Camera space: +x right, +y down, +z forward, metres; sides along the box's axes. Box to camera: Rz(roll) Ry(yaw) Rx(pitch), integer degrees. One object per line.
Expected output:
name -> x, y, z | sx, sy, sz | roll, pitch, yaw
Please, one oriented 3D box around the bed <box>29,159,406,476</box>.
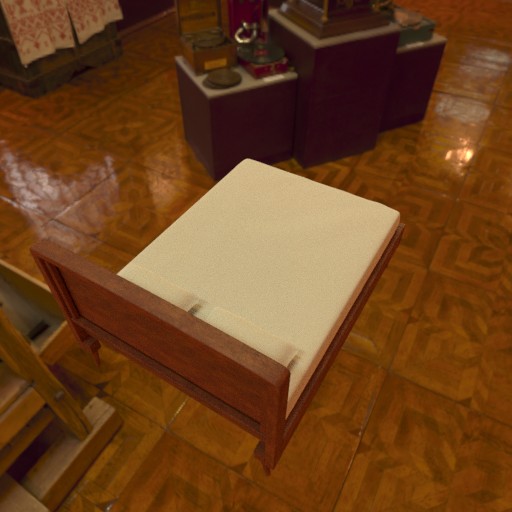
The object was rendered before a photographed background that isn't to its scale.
bed -> 0.000, 0.000, 3.223 | 1.587, 1.275, 2.196 | 24, 51, 21
